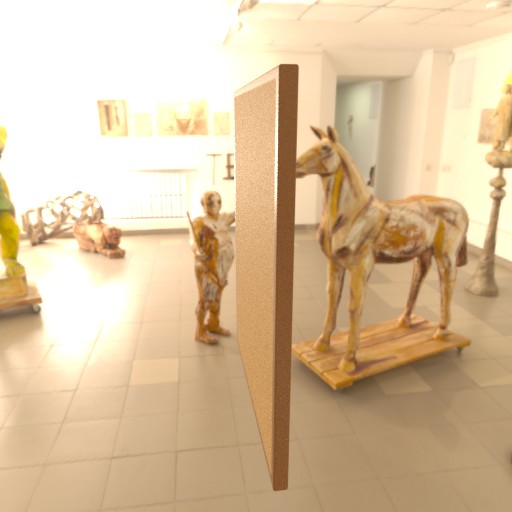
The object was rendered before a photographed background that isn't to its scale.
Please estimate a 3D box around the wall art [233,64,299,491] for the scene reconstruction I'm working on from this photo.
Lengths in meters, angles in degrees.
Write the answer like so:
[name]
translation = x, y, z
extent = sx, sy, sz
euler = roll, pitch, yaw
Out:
[wall art]
translation = 0.000, 0.000, 0.517
extent = 0.015, 0.379, 0.310
euler = -3, 17, -8
